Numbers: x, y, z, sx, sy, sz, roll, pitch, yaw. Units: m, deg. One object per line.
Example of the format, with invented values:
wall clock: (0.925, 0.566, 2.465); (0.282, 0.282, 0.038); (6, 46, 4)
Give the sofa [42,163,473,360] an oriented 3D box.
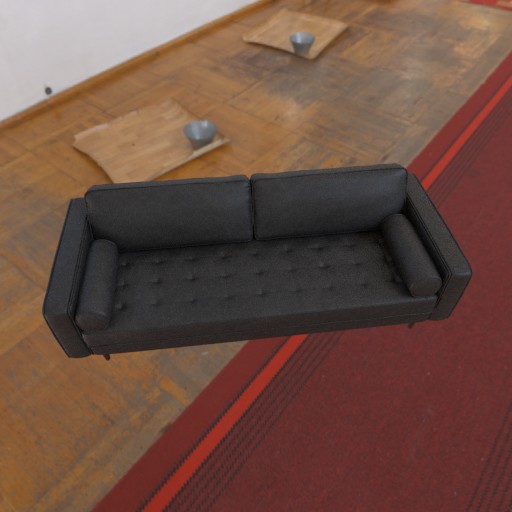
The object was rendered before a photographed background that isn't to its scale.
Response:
sofa: (0.000, 0.000, 2.628); (2.210, 0.762, 0.914); (-5, 47, -5)
